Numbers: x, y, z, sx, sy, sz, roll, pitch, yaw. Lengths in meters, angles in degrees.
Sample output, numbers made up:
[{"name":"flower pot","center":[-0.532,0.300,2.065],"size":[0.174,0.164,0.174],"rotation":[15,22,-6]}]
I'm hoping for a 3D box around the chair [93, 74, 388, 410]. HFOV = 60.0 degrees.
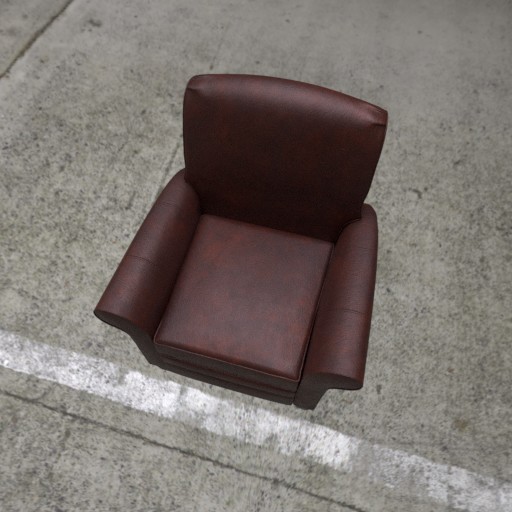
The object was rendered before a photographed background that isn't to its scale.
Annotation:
[{"name":"chair","center":[0.000,0.000,1.804],"size":[0.978,1.061,0.902],"rotation":[13,59,8]}]
